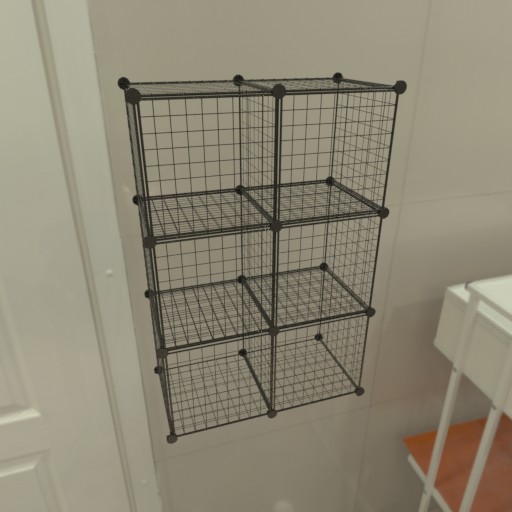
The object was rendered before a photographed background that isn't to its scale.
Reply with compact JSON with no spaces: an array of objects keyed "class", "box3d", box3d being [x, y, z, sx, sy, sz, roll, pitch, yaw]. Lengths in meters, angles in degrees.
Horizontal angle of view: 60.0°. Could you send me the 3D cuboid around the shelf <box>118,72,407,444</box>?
[{"class":"shelf","box3d":[0.000,0.000,1.433,0.711,1.067,0.356,-8,27,-16]}]
